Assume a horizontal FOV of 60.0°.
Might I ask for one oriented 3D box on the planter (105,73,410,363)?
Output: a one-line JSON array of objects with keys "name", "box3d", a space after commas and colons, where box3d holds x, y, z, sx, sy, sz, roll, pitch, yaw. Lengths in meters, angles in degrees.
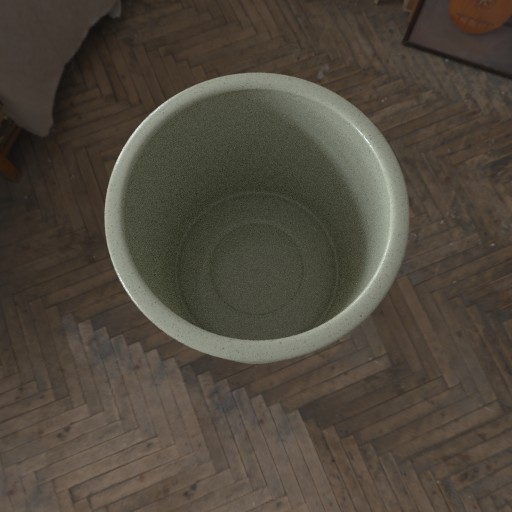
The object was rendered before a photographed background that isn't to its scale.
[{"name": "planter", "box3d": [0.000, 0.000, 0.685, 0.314, 0.475, 0.323, -16, 77, -4]}]
